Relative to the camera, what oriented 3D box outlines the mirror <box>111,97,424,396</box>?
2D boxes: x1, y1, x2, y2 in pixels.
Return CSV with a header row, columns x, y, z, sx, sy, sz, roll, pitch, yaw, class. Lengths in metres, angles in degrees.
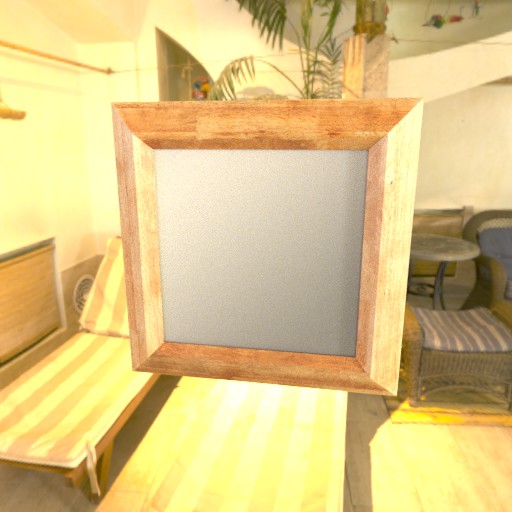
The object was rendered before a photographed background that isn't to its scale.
x,y,z,sx,sy,sz,roll,pitch,yaw,class
0.000,0.000,0.972,0.651,0.651,0.047,3,15,10,mirror
